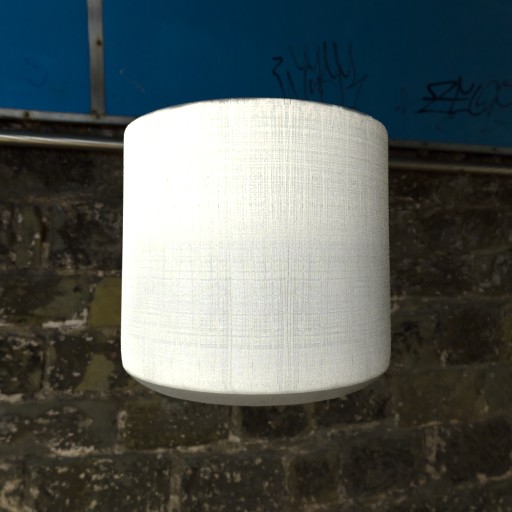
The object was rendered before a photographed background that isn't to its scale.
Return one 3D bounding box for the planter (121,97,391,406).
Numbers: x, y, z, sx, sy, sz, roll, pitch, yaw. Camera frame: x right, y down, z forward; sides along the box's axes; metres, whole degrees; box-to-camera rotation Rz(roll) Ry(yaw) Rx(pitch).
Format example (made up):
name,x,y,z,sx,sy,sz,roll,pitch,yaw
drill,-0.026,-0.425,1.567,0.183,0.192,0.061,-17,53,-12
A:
name,x,y,z,sx,sy,sz,roll,pitch,yaw
planter,0.000,0.000,0.388,0.226,0.201,0.226,0,0,0
